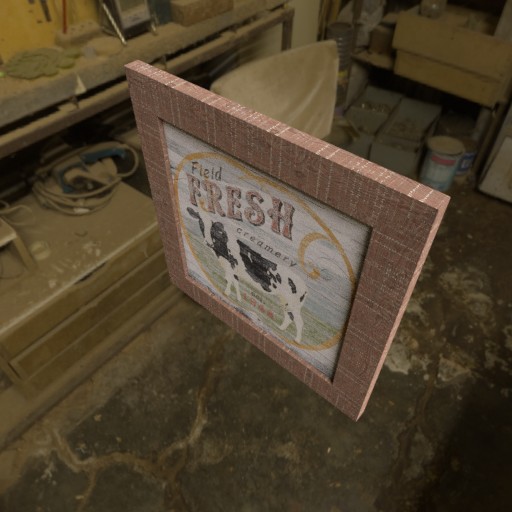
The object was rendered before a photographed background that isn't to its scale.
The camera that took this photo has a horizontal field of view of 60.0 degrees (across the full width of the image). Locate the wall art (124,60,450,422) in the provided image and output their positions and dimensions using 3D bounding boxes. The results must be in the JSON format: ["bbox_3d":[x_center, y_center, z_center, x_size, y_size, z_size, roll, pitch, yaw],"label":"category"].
[{"bbox_3d":[0.000,0.000,0.781,0.531,0.531,0.029,32,54,27],"label":"wall art"}]
